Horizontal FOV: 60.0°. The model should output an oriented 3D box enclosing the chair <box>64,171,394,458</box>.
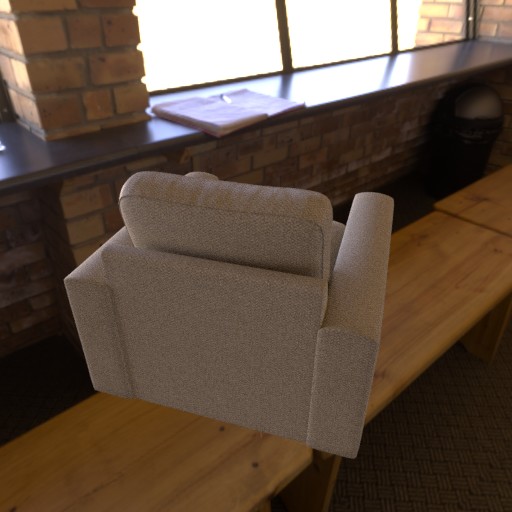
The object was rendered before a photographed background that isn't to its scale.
[{"bbox_3d":[0.000,0.000,1.777,1.005,0.873,1.016,9,33,14],"label":"chair"}]
